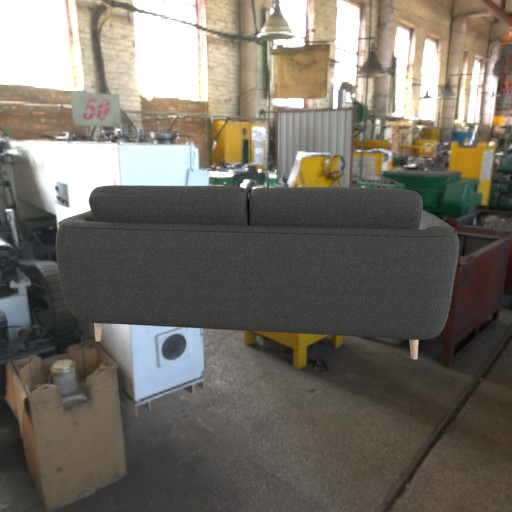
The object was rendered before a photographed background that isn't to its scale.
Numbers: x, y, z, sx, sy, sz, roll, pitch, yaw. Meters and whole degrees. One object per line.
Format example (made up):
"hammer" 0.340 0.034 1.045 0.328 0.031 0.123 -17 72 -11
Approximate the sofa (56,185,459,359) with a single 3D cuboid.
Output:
"sofa" 0.000 0.000 2.527 2.000 0.850 0.920 2 15 7
